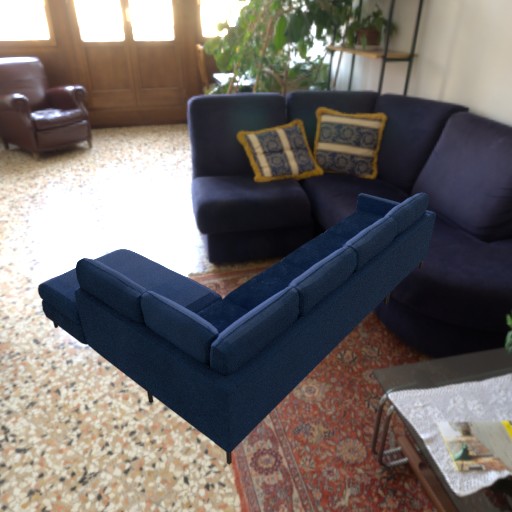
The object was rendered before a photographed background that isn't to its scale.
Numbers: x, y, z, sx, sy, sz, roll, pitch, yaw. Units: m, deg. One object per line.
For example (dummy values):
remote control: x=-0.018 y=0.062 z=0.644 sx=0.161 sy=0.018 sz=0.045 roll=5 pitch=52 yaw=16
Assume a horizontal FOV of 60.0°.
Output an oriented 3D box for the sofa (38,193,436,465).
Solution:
sofa: x=0.000 y=0.000 z=3.254 sx=1.707 sy=0.687 sz=2.486 roll=22 pitch=37 yaw=34
